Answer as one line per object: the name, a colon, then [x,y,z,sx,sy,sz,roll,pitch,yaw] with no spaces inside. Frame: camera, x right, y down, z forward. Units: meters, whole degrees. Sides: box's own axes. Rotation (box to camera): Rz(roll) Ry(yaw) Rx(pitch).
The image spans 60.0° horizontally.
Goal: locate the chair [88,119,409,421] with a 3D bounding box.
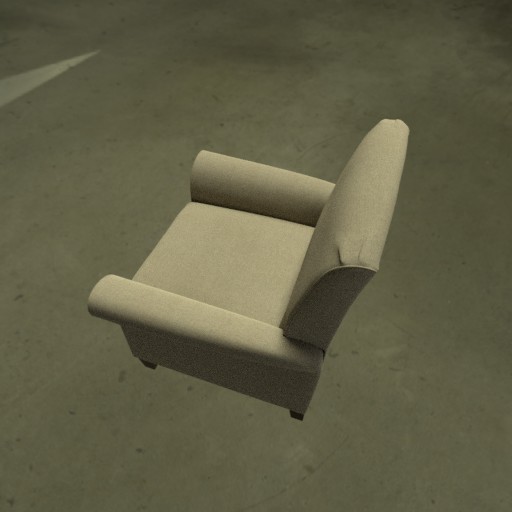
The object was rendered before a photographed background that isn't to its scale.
chair: [0.000,0.000,1.765,0.905,1.061,0.978,15,48,13]
